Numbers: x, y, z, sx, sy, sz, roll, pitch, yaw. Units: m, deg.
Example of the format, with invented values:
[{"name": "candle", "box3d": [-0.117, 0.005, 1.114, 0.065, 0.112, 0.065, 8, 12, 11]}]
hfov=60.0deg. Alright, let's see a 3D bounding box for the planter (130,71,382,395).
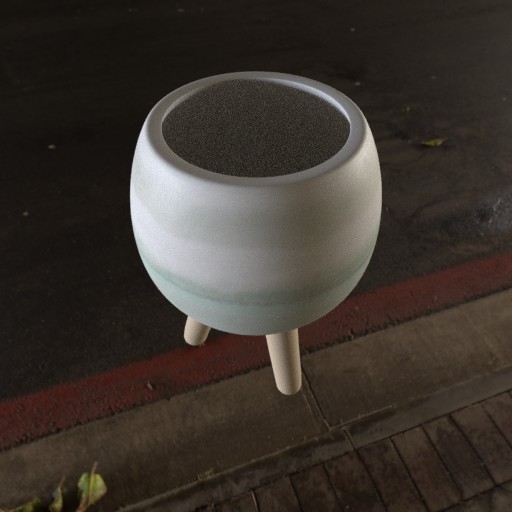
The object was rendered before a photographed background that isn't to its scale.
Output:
[{"name": "planter", "box3d": [0.000, 0.000, 0.330, 0.161, 0.224, 0.161, 0, 47, 0]}]
